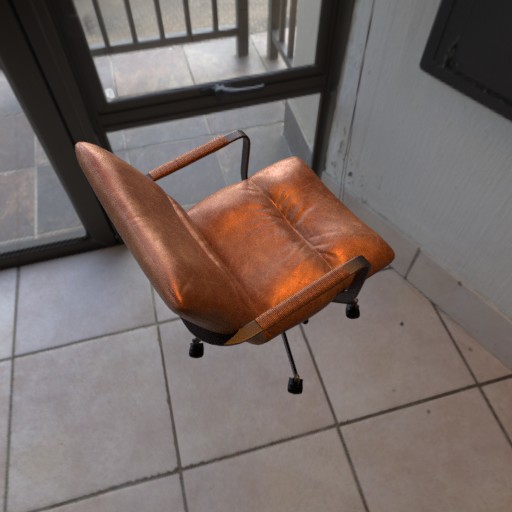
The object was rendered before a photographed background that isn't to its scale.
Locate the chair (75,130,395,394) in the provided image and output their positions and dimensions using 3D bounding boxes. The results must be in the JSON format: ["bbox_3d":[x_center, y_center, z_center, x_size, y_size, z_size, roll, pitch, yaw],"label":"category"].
[{"bbox_3d":[0.000,0.000,1.466,0.754,0.922,0.727,-29,61,-18],"label":"chair"}]
